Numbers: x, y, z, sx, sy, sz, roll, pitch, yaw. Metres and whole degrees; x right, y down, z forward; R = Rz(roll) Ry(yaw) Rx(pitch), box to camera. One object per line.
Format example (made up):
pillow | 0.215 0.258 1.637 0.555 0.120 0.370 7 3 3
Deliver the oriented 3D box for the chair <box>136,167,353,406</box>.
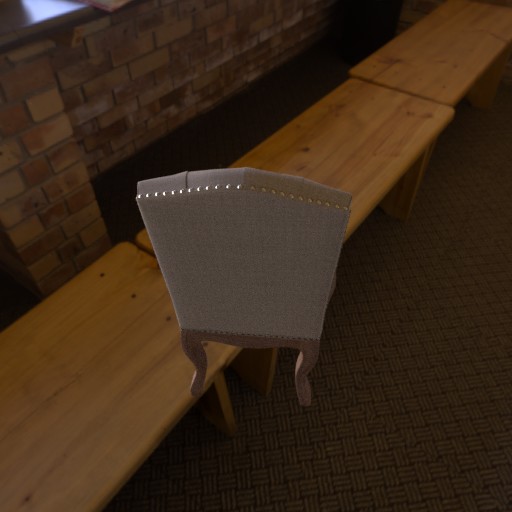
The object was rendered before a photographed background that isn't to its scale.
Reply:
chair | 0.000 0.000 1.590 0.637 1.191 0.731 4 47 4
